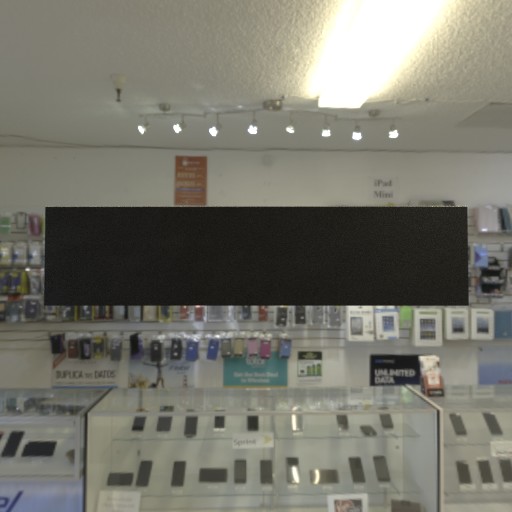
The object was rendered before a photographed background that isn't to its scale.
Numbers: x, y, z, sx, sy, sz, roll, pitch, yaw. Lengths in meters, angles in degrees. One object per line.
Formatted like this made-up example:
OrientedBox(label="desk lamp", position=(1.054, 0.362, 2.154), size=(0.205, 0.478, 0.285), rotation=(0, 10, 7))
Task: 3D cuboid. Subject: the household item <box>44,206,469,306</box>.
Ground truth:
OrientedBox(label="household item", position=(0.000, 0.000, 1.063), size=(1.001, 0.236, 0.030), rotation=(0, -2, 0))
